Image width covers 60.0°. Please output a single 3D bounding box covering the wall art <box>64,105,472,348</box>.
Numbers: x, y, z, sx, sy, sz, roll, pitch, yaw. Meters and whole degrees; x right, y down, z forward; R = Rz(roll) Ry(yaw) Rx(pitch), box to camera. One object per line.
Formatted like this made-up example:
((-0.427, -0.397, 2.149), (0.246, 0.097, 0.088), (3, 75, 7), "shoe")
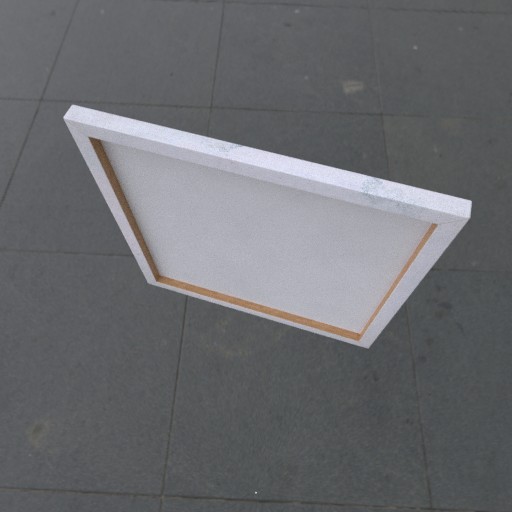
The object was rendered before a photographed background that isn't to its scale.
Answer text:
((0.000, 0.000, 1.137), (0.762, 0.762, 0.038), (15, 63, 8), "wall art")
